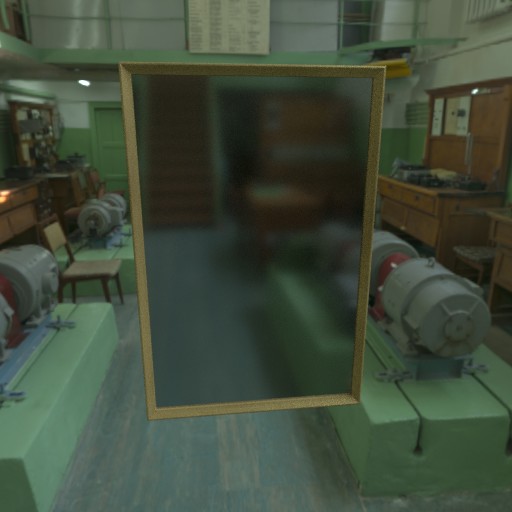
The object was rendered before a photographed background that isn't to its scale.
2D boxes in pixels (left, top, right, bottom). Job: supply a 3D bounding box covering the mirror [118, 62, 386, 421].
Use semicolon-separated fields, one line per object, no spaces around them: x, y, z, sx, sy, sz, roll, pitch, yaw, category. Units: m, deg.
0.000;0.000;1.148;0.609;0.915;0.041;-2;17;-7;mirror
